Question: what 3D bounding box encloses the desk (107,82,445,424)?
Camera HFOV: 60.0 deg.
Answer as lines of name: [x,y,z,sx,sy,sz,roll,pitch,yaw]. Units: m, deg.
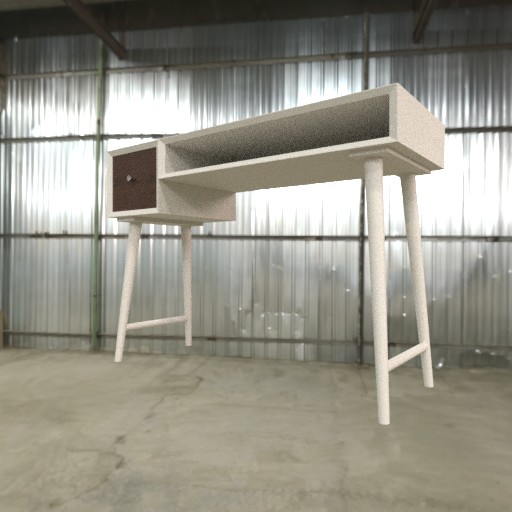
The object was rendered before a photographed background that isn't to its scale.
desk: [0.000,0.000,1.448,1.069,0.761,0.409,0,0,37]
